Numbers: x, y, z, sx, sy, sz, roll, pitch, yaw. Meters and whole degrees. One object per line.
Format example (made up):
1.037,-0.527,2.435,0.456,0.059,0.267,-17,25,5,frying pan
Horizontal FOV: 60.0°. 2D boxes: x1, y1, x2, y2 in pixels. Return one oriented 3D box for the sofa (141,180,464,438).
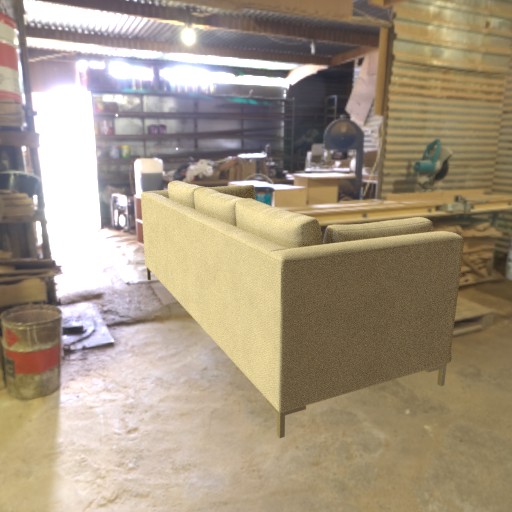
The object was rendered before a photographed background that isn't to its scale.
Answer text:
0.000,0.000,2.921,0.969,0.867,2.415,-7,16,-25,sofa
